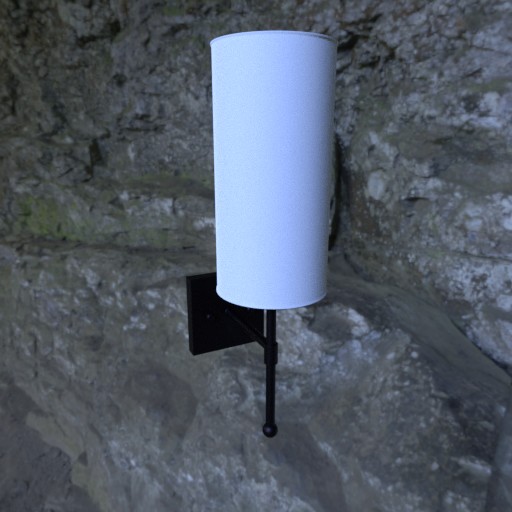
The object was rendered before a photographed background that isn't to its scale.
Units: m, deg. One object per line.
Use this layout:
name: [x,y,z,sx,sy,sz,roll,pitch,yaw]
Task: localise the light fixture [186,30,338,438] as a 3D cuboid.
light fixture: [0.000,0.000,0.543,0.128,0.462,0.208,-8,17,-26]
